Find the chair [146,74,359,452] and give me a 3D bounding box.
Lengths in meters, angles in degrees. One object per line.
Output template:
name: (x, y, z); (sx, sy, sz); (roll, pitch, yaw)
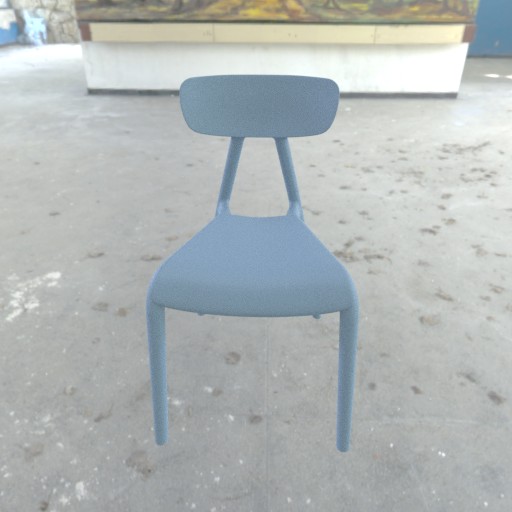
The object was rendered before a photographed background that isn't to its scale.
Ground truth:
chair: (0.000, 0.000, 0.827); (0.356, 0.580, 0.401); (1, 31, 2)
